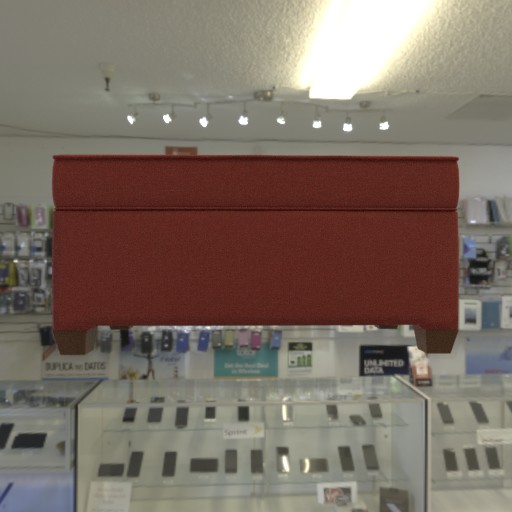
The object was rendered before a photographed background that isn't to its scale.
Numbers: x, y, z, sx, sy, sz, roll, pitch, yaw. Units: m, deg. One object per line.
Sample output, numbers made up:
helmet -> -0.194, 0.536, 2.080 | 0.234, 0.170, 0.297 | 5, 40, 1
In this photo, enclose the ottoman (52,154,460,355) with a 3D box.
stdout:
ottoman -> 0.000, 0.000, 1.227 | 0.948, 0.454, 0.497 | 0, -1, -1
